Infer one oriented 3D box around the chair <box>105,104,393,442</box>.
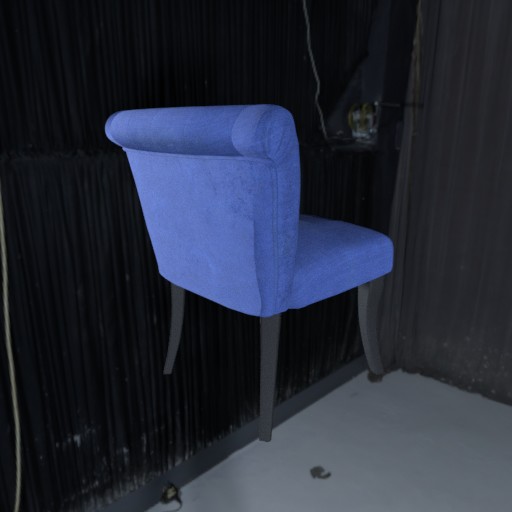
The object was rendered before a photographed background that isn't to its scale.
[{"bbox_3d":[0.000,0.000,1.205,0.606,0.753,0.585,-15,22,-42],"label":"chair"}]
